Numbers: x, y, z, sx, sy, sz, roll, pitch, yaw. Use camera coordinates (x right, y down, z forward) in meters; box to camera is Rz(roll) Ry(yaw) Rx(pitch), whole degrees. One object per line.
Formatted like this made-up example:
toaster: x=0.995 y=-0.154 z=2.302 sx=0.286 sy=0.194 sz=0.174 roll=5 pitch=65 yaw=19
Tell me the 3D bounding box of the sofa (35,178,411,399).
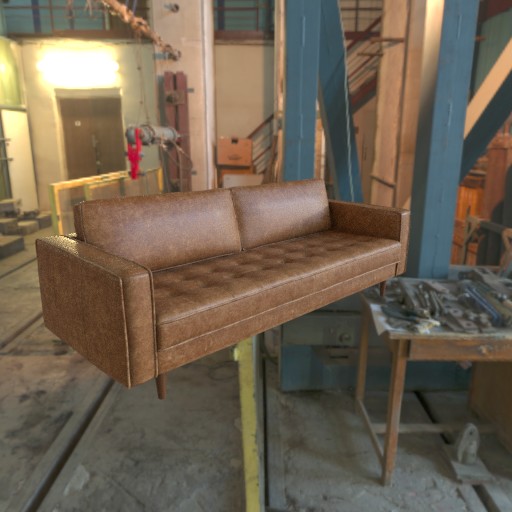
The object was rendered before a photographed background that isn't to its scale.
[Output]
sofa: x=0.000 y=0.000 z=2.617 sx=2.199 sy=0.779 sz=0.886 roll=-14 pitch=20 yaw=-43
